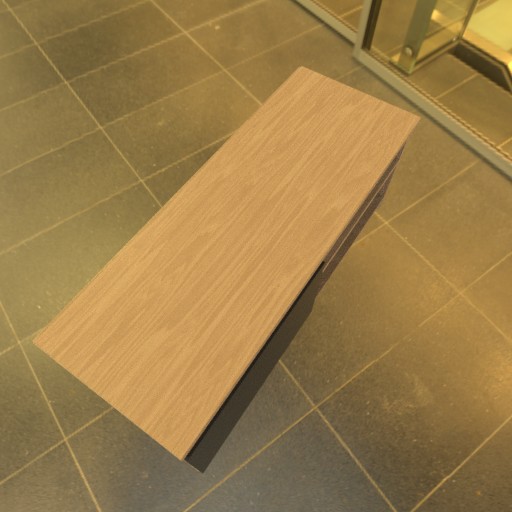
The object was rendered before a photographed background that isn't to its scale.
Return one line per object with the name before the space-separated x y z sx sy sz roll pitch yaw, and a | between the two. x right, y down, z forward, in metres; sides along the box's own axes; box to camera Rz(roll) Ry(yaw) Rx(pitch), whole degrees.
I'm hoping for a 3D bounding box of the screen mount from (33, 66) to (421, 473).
screen mount | 0.000 0.000 1.287 0.406 0.432 1.084 31 64 16
